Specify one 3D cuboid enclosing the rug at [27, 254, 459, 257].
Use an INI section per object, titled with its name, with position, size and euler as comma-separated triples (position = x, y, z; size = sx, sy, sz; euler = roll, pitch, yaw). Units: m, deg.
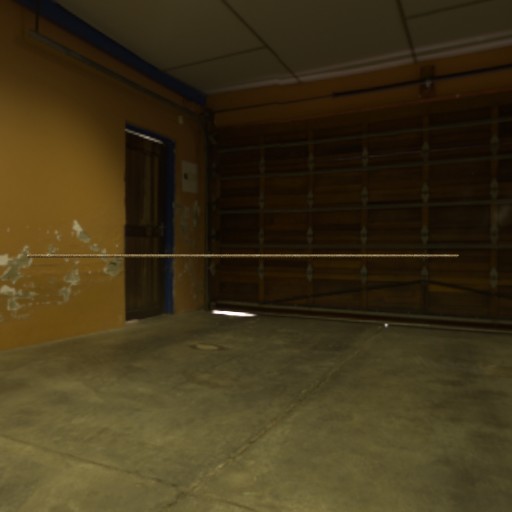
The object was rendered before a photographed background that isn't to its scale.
[rug]
position = 0.000, 0.000, 2.579
size = 2.289, 0.013, 0.691
euler = 0, 0, -18
